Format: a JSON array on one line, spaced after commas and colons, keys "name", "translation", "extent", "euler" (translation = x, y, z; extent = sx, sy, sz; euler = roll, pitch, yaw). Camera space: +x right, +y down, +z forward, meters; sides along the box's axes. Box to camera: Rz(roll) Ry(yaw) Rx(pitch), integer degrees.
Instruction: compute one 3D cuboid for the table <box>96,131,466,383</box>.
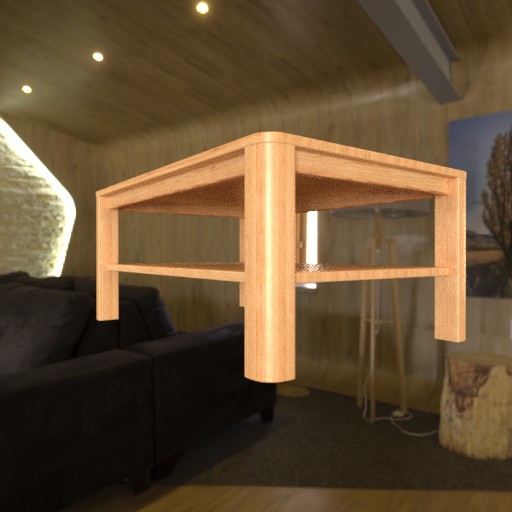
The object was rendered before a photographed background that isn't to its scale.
[{"name": "table", "translation": [0.000, 0.000, 1.373], "extent": [0.696, 0.445, 0.997], "euler": [0, 0, -37]}]
